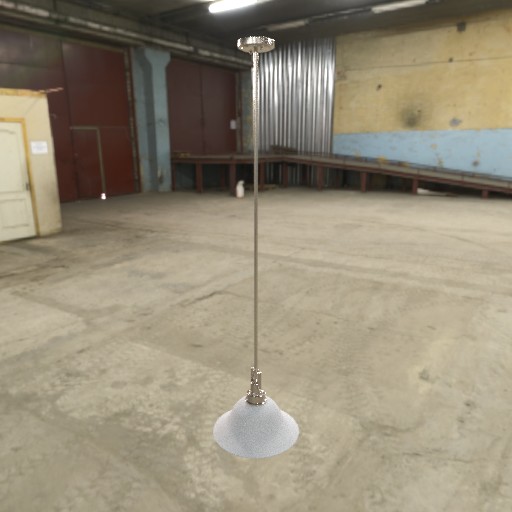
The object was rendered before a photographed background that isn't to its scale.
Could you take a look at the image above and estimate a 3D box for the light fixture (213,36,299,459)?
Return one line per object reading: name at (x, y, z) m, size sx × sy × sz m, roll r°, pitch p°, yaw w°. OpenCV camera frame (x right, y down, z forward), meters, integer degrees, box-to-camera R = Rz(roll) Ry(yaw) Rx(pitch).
light fixture at (0.000, 0.000, 1.517) m, size 0.324 × 1.354 × 0.324 m, roll -7°, pitch 15°, yaw -26°
